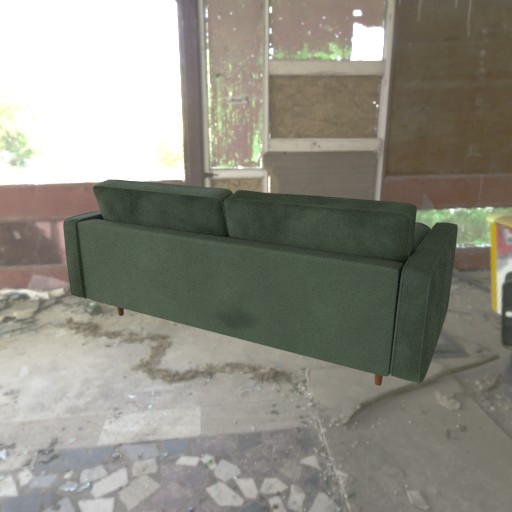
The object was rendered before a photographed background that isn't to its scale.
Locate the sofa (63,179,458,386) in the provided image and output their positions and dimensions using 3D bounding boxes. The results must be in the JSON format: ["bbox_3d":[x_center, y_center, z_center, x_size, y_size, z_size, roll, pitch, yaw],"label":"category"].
[{"bbox_3d":[0.000,0.000,2.345,1.880,0.772,0.916,9,19,27],"label":"sofa"}]
